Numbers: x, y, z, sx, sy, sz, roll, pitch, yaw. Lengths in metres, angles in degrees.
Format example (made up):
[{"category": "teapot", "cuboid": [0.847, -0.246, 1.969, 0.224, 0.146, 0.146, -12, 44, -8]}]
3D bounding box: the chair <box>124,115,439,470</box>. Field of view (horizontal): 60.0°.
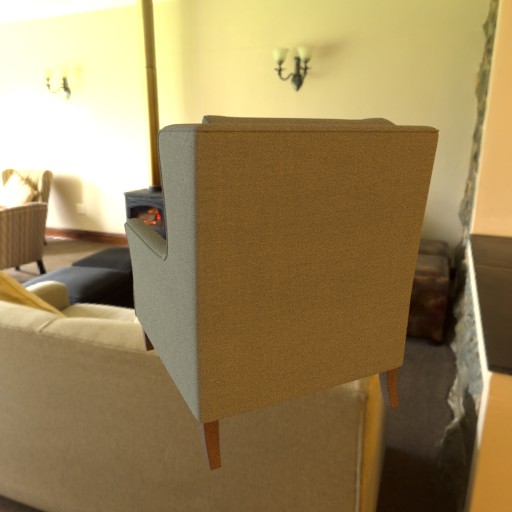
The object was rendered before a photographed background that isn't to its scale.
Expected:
[{"category": "chair", "cuboid": [0.000, 0.000, 1.790, 0.866, 1.056, 1.040, -7, 17, -25]}]
